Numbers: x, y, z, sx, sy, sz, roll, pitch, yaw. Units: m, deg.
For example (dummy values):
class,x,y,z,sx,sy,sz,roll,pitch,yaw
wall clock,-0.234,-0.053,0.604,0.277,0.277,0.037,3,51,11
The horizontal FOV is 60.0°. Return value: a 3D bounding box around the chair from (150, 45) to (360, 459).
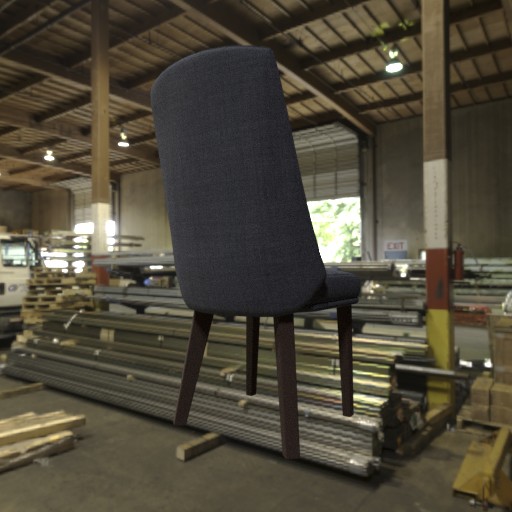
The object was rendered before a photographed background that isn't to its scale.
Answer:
class,x,y,z,sx,sy,sz,roll,pitch,yaw
chair,0.000,0.000,1.378,0.510,1.050,0.577,-1,-1,35
